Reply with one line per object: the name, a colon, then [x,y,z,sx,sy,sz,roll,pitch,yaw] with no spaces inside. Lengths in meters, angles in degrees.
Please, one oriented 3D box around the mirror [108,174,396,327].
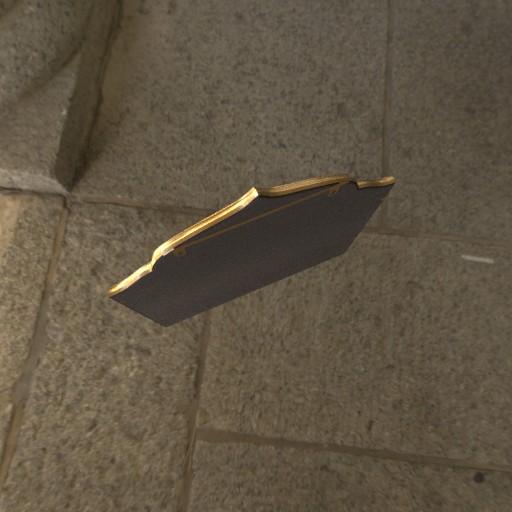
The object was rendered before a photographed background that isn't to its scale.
mirror: [0.000,0.000,0.864,0.513,0.635,0.018,-22,76,-6]
